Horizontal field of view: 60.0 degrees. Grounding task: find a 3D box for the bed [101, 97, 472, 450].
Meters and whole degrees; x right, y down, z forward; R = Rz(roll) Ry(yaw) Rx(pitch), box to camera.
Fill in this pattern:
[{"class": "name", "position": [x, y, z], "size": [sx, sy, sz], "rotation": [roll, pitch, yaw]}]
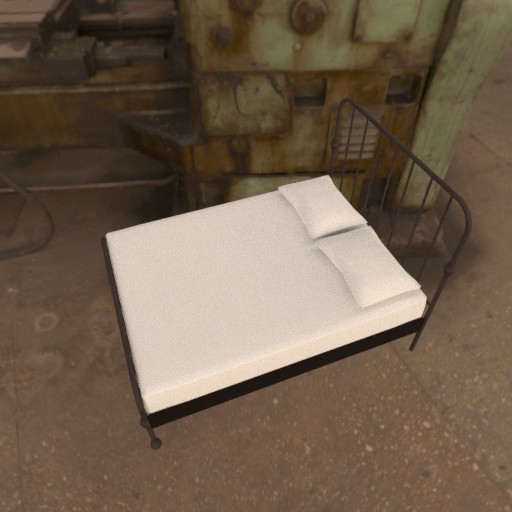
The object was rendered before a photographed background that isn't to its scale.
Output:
[{"class": "bed", "position": [0.000, 0.000, 3.244], "size": [2.134, 1.446, 1.616], "rotation": [-16, 49, -14]}]
